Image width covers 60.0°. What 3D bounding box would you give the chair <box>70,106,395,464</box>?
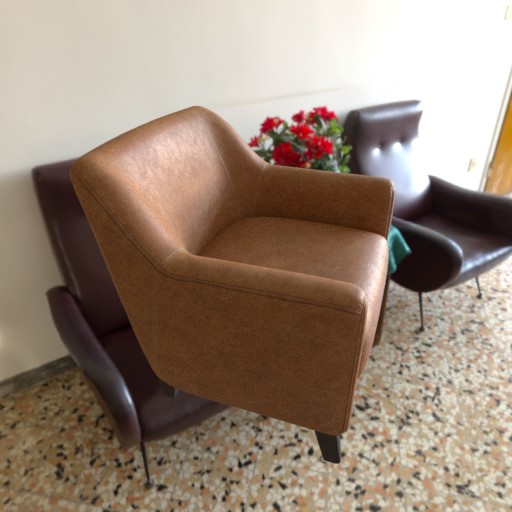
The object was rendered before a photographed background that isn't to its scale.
[{"bbox_3d":[0.000,0.000,1.815,1.034,0.980,1.037,11,32,17],"label":"chair"}]
